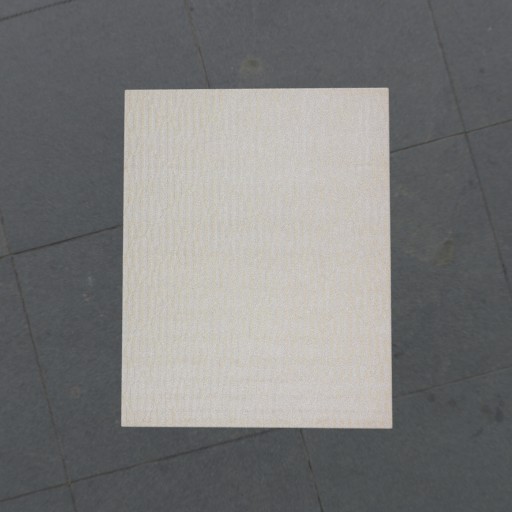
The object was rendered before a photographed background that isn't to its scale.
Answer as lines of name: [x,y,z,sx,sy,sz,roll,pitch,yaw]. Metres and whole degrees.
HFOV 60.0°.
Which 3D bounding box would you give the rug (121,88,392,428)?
rug: [0.000,0.000,3.996,2.410,0.021,3.055,0,88,1]
